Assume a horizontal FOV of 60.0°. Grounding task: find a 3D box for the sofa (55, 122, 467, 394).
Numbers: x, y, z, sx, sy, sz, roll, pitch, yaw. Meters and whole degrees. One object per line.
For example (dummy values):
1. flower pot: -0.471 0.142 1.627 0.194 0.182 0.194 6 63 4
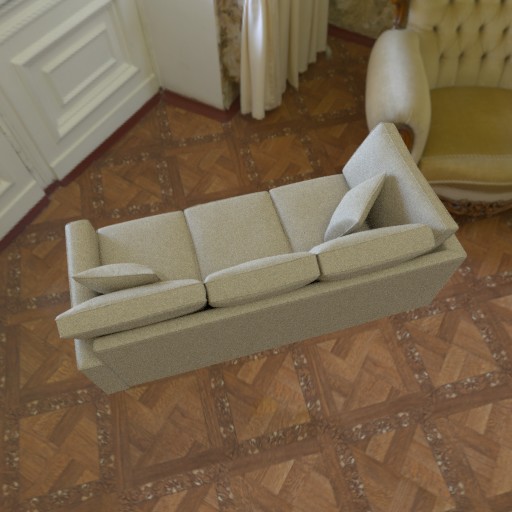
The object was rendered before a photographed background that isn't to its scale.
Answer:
1. sofa: 0.000 0.000 2.948 2.323 0.948 1.053 -14 60 -8
